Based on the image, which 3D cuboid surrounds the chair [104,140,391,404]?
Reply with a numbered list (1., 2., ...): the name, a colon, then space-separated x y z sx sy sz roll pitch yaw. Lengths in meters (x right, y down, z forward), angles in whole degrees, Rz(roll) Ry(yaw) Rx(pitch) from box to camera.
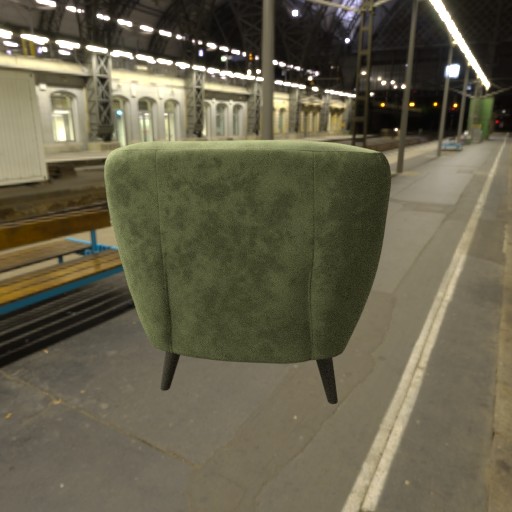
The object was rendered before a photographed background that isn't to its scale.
1. chair: 0.000 0.000 1.539 0.840 0.804 0.819 2 17 7
